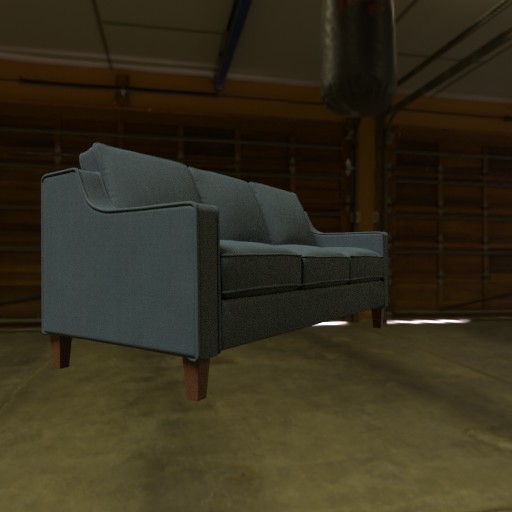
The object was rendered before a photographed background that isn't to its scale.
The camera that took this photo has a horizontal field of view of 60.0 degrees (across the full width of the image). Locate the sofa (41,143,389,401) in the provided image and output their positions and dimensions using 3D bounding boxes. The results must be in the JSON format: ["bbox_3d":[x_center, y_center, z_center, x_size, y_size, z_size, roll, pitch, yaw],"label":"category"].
[{"bbox_3d":[0.000,0.000,2.479,0.911,0.974,1.986,0,0,34],"label":"sofa"}]
